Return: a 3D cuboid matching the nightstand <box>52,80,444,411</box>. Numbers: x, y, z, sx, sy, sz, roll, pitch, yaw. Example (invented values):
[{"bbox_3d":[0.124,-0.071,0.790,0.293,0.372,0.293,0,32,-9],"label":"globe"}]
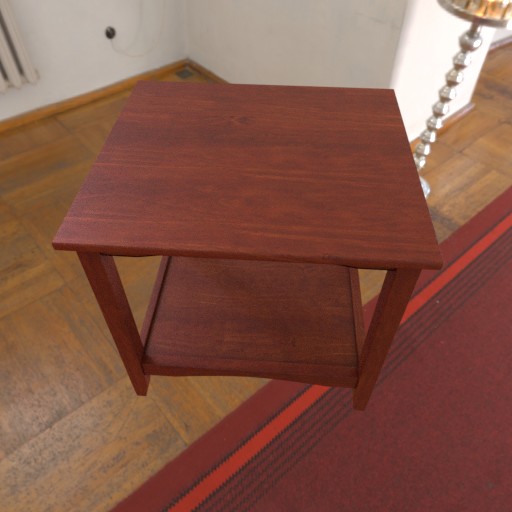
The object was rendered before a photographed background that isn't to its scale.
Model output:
[{"bbox_3d":[0.000,0.000,0.999,0.558,0.558,0.501,3,48,3],"label":"nightstand"}]
